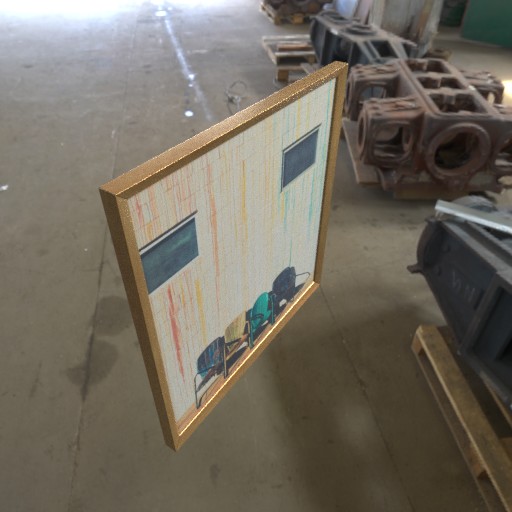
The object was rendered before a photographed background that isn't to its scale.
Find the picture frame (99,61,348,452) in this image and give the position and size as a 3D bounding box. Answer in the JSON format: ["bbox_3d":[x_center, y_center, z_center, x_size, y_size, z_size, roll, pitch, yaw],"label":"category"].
[{"bbox_3d":[0.000,0.000,1.127,0.037,0.761,0.758,24,45,26],"label":"picture frame"}]
